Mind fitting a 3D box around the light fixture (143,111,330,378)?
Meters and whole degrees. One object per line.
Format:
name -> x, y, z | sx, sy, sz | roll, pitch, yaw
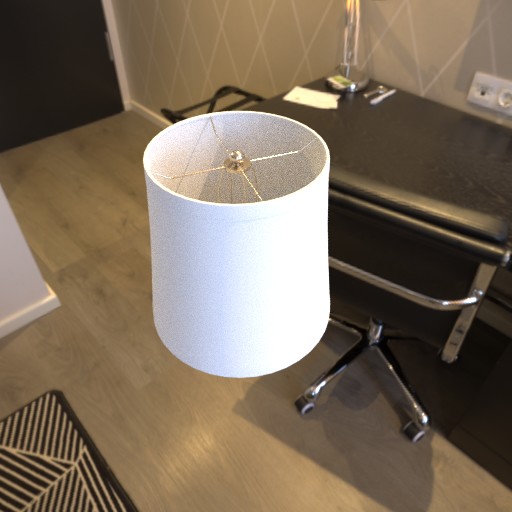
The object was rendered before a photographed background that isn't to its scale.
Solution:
light fixture -> 0.000, 0.000, 0.595 | 0.223, 0.381, 0.348 | 12, 44, 12
